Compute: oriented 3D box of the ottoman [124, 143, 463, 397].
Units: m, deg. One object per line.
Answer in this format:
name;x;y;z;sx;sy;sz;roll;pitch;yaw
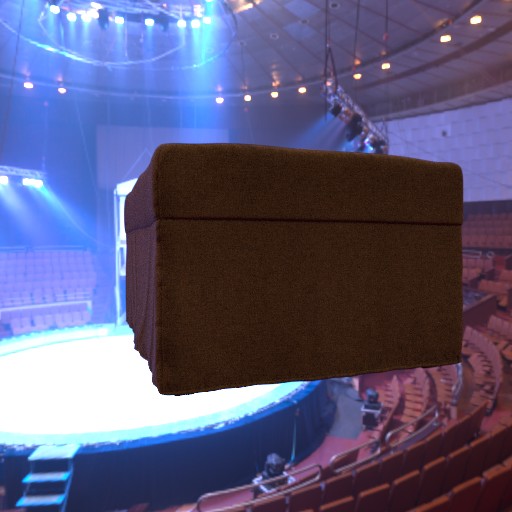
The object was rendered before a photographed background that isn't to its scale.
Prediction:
ottoman;0.000;0.000;1.205;0.652;0.492;0.833;0;1;-20
